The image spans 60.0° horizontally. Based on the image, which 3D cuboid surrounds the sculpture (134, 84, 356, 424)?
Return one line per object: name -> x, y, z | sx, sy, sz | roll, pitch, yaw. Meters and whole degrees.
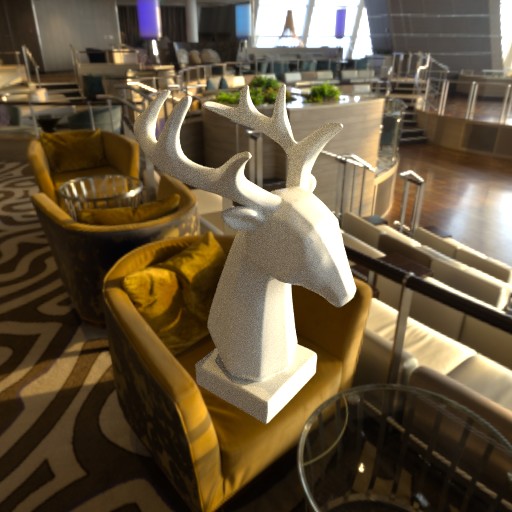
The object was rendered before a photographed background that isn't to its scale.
sculpture -> 0.000, 0.000, 0.461 | 0.224, 0.329, 0.174 | 18, 32, 33
